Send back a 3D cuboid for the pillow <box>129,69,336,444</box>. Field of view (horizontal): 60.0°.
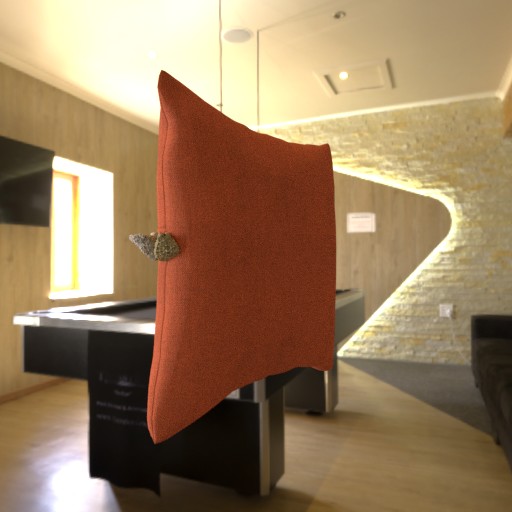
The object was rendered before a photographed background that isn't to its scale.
[{"bbox_3d":[0.000,0.000,0.763,0.165,0.482,0.490,0,0,37],"label":"pillow"}]
